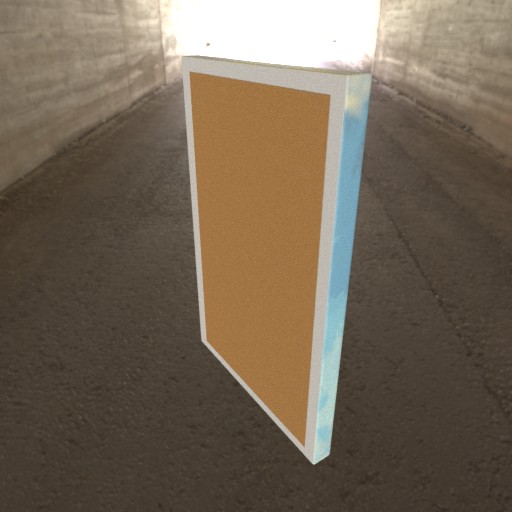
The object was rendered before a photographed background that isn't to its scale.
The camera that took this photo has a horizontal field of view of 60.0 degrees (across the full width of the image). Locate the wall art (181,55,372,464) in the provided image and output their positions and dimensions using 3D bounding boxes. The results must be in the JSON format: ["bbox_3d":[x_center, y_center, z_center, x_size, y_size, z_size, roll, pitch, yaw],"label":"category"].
[{"bbox_3d":[0.000,0.000,0.760,0.038,0.610,0.401,-17,32,-30],"label":"wall art"}]
